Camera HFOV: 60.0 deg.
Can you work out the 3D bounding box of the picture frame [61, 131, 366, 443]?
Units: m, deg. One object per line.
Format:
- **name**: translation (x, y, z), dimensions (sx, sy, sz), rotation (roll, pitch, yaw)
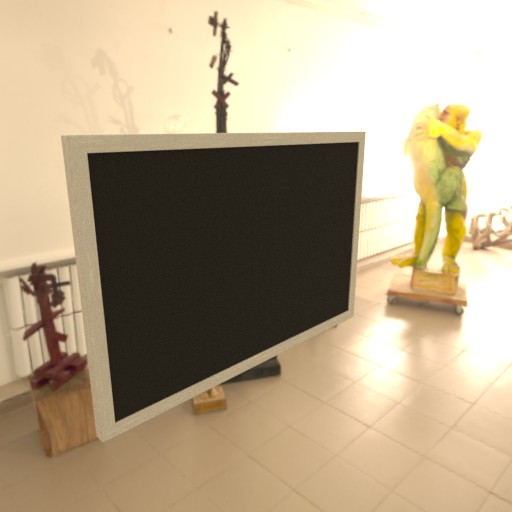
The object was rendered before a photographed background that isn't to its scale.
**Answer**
- **picture frame**: translation (0.000, 0.000, 1.194), dimensions (0.950, 0.640, 0.029), rotation (-15, 22, -42)
